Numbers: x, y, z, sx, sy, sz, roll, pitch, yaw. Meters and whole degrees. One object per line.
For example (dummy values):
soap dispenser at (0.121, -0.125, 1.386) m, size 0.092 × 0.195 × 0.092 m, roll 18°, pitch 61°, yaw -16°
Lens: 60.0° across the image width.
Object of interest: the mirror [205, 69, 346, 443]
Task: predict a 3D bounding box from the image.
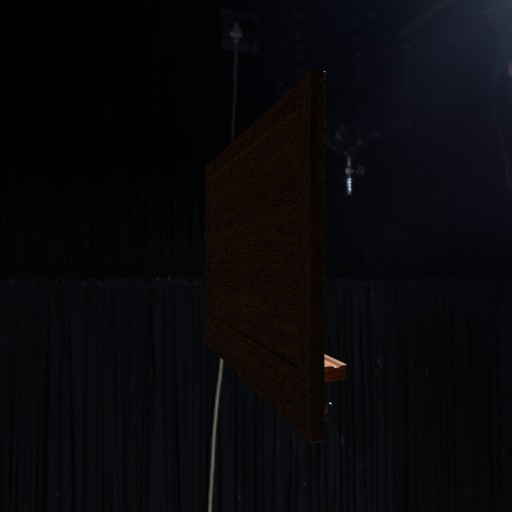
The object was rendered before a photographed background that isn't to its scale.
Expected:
mirror at (0.000, 0.000, 1.007) m, size 0.084 × 0.537 × 0.758 m, roll 0°, pitch 0°, yaw -18°
